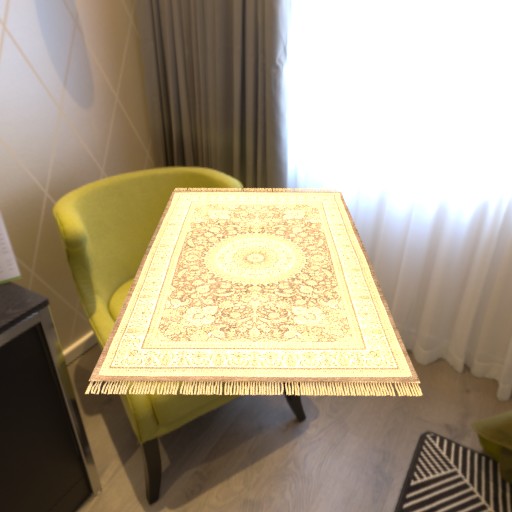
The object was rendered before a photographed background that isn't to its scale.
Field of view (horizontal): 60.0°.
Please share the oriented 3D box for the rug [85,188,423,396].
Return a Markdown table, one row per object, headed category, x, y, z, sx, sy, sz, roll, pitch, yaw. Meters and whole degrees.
| category | x | y | z | sx | sy | sz | roll | pitch | yaw |
| --- | --- | --- | --- | --- | --- | --- | --- | --- | --- |
| rug | 0.000 | 0.000 | 4.238 | 2.143 | 0.015 | 3.422 | 0 | 31 | 0 |
